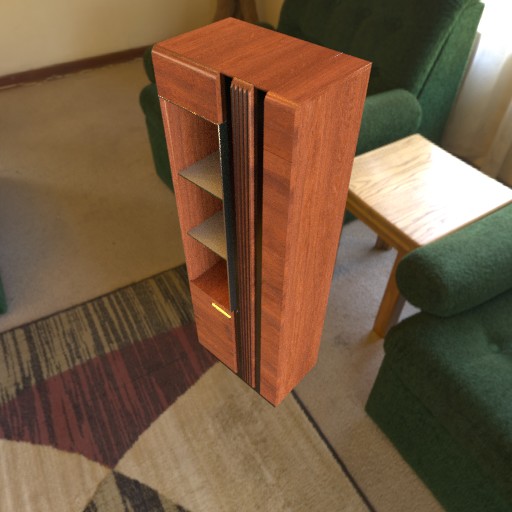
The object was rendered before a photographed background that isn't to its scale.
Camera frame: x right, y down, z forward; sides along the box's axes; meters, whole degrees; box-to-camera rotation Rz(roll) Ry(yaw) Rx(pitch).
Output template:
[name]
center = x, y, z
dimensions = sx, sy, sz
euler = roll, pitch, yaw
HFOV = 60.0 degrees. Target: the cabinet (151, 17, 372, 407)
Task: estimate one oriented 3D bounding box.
[cabinet]
center = 0.000, 0.000, 2.229
dimensions = 0.660, 1.980, 0.420
euler = 33, 54, 28
